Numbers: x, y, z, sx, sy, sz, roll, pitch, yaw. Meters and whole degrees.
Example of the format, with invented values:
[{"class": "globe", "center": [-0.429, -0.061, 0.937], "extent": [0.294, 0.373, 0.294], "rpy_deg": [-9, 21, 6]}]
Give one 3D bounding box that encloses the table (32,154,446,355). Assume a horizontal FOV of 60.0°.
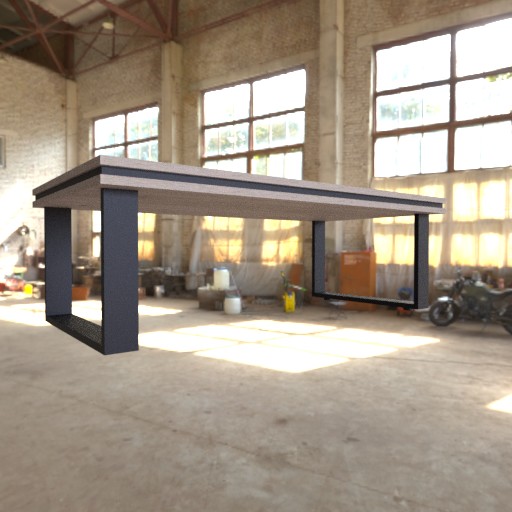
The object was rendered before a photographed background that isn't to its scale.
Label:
[{"class": "table", "center": [0.000, 0.000, 1.618], "extent": [1.350, 0.450, 0.700], "rpy_deg": [-1, 1, -37]}]
